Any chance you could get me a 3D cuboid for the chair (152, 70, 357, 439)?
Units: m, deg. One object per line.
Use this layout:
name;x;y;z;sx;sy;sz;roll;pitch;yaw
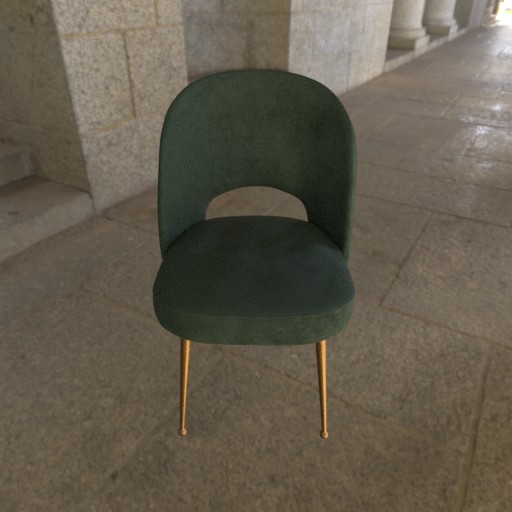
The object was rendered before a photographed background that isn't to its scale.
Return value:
chair;0.000;0.000;1.212;0.527;0.860;0.577;1;32;1
